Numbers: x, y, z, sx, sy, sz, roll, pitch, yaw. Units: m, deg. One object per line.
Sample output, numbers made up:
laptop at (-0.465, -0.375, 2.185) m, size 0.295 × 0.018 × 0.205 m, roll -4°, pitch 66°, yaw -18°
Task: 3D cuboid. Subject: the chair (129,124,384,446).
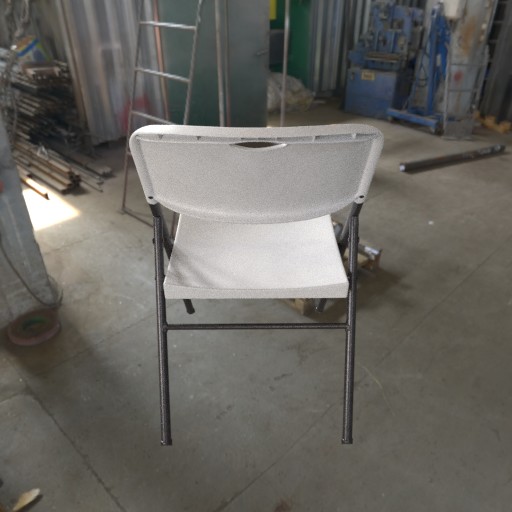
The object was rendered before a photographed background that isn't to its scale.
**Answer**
chair at (0.000, 0.000, 1.147) m, size 0.494 × 0.810 × 0.566 m, roll 0°, pitch 32°, yaw 0°
